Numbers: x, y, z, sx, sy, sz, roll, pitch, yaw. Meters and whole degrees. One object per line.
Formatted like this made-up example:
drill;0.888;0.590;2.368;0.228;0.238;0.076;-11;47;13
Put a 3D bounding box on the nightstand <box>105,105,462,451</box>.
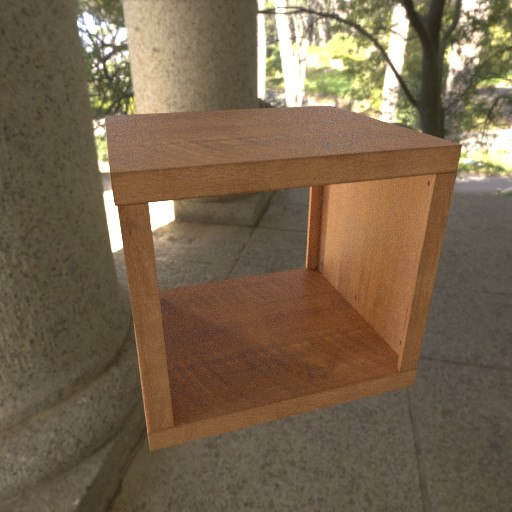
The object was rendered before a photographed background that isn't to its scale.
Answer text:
nightstand;0.000;0.000;0.868;0.493;0.491;0.436;-8;27;-16
